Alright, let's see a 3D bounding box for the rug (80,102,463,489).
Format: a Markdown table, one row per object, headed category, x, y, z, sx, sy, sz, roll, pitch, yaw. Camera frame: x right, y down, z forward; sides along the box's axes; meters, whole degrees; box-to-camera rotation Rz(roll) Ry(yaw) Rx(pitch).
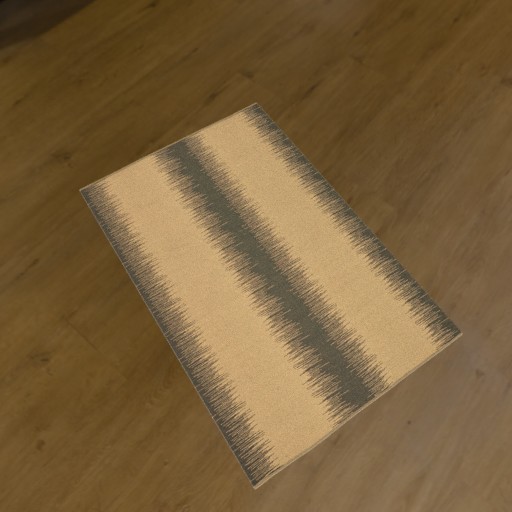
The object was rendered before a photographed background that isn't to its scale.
| category | x | y | z | sx | sy | sz | roll | pitch | yaw |
| --- | --- | --- | --- | --- | --- | --- | --- | --- | --- |
| rug | 0.000 | 0.000 | 2.376 | 1.234 | 0.006 | 1.854 | -31 | 68 | -14 |
